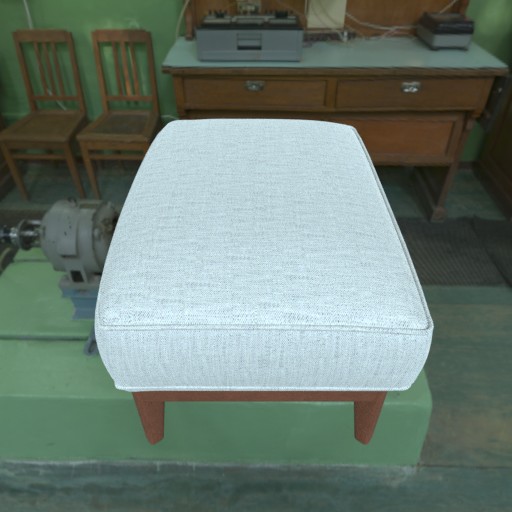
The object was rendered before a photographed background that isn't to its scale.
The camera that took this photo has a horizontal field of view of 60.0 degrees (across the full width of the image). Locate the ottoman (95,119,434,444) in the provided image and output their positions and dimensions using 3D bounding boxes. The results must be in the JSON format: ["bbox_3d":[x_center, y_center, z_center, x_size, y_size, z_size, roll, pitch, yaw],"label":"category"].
[{"bbox_3d":[0.000,0.000,1.102,0.594,0.465,0.794,0,40,0],"label":"ottoman"}]
